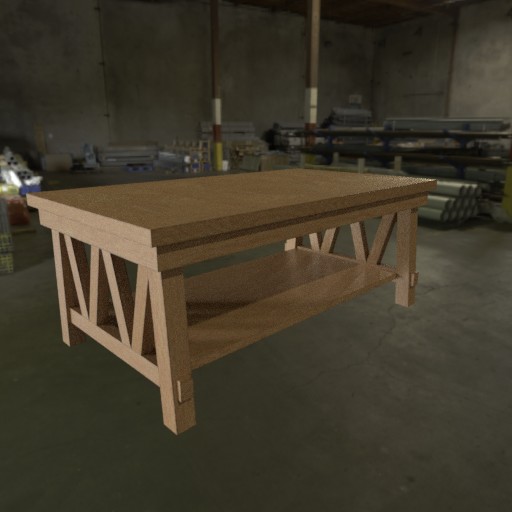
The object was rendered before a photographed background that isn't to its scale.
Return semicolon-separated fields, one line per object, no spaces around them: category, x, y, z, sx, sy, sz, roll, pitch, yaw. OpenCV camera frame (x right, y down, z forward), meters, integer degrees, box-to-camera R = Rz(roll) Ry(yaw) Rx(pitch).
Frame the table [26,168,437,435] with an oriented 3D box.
table;0.000;0.000;1.606;1.270;0.507;0.711;-15;22;-42
